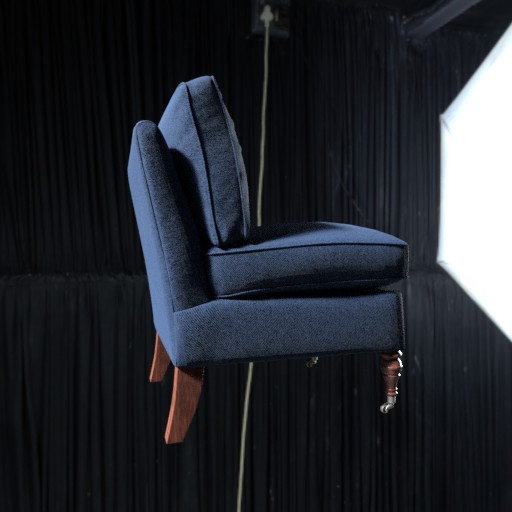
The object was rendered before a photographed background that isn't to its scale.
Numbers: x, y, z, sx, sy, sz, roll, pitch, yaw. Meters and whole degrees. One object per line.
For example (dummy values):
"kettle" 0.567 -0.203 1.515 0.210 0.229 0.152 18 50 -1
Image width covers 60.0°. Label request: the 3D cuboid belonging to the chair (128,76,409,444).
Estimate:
"chair" 0.000 0.000 1.672 0.912 1.052 0.724 0 1 -17
